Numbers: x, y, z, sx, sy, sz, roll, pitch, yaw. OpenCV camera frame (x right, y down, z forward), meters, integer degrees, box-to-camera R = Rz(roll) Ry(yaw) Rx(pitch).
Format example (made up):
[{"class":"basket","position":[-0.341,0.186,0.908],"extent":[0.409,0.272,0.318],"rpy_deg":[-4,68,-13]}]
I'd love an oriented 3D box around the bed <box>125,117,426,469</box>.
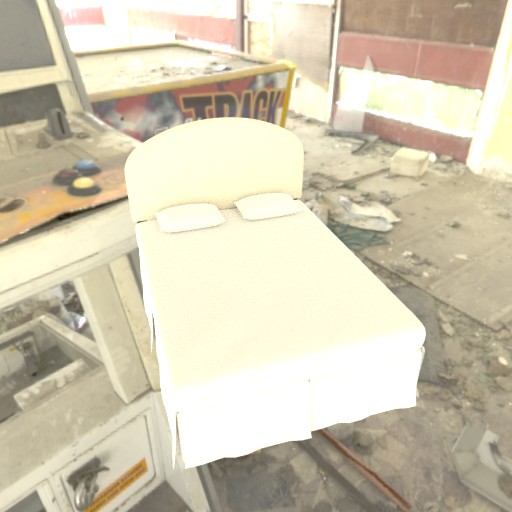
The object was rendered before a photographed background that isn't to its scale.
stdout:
[{"class":"bed","position":[0.000,0.000,3.084],"extent":[1.607,1.410,2.005],"rpy_deg":[-10,33,-16]}]
